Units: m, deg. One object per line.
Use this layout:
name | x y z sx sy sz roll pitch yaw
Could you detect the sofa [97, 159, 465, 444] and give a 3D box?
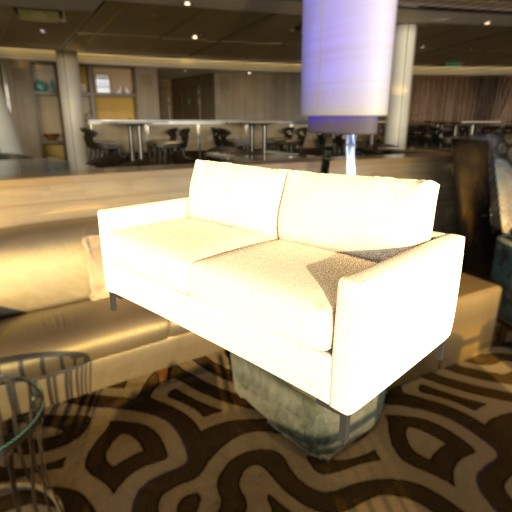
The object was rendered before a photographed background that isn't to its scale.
sofa | 0.000 0.000 2.137 1.651 0.812 0.839 16 23 42
